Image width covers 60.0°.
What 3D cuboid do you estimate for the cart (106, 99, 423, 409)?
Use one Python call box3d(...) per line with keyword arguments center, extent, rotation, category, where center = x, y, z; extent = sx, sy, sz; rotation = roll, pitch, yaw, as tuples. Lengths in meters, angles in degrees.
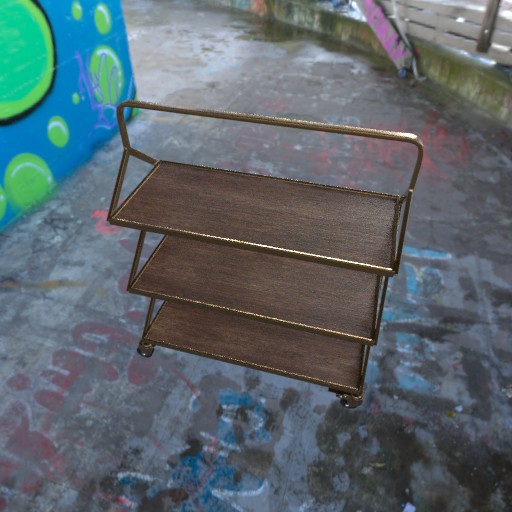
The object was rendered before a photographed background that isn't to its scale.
box3d(center=(0.000, 0.000, 1.220), extent=(0.723, 0.805, 0.313), rotation=(11, 43, 12), category="cart")
